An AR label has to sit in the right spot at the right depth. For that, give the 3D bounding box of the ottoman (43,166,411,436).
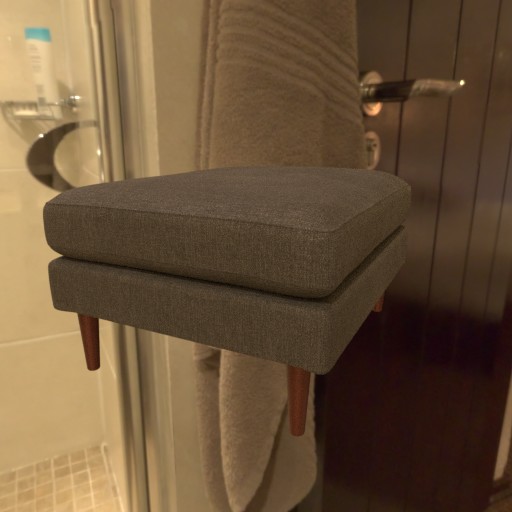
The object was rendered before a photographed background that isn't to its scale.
[{"bbox_3d":[0.000,0.000,1.233,0.693,0.474,0.821,8,17,26],"label":"ottoman"}]
